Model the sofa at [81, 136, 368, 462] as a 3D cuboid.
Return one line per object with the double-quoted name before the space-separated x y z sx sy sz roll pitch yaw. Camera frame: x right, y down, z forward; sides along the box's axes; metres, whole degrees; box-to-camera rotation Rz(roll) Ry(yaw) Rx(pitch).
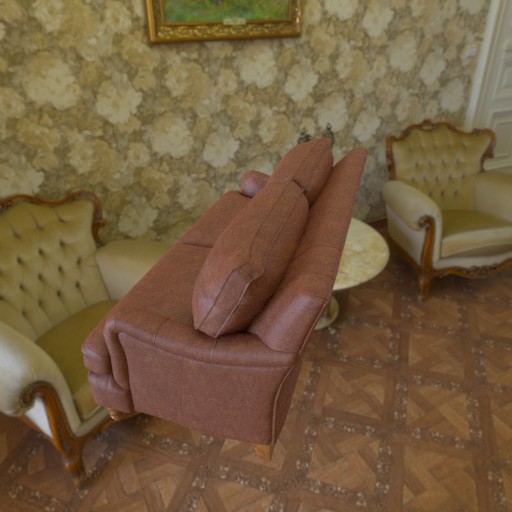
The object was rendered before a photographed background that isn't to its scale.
"sofa" 0.000 0.000 2.794 1.147 1.071 2.144 8 31 14
